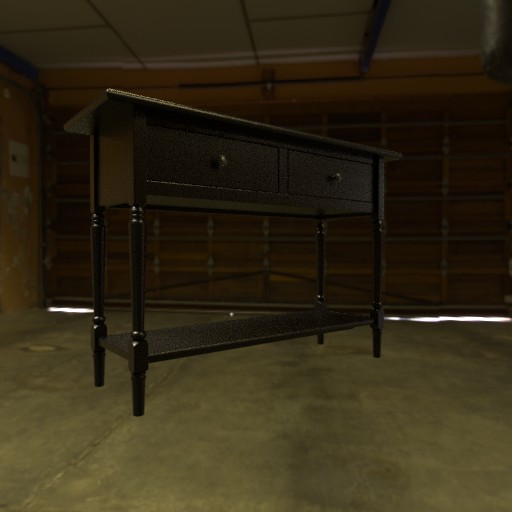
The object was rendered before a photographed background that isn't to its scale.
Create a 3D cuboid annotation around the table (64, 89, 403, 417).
[{"bbox_3d":[0.000,0.000,1.574,1.191,0.819,0.386,-1,1,-38],"label":"table"}]
